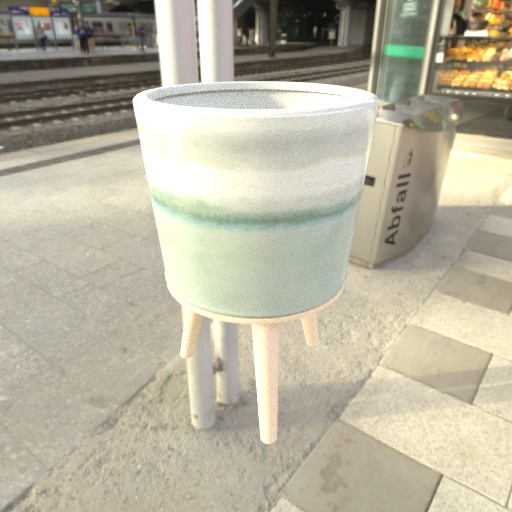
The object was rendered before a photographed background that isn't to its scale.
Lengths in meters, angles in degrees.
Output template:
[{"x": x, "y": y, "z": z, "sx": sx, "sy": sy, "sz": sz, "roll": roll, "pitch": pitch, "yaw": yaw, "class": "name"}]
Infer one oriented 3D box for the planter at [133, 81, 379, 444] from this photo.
[{"x": 0.000, "y": 0.000, "z": 0.579, "sx": 0.265, "sy": 0.404, "sz": 0.265, "roll": 18, "pitch": 32, "yaw": 31, "class": "planter"}]
